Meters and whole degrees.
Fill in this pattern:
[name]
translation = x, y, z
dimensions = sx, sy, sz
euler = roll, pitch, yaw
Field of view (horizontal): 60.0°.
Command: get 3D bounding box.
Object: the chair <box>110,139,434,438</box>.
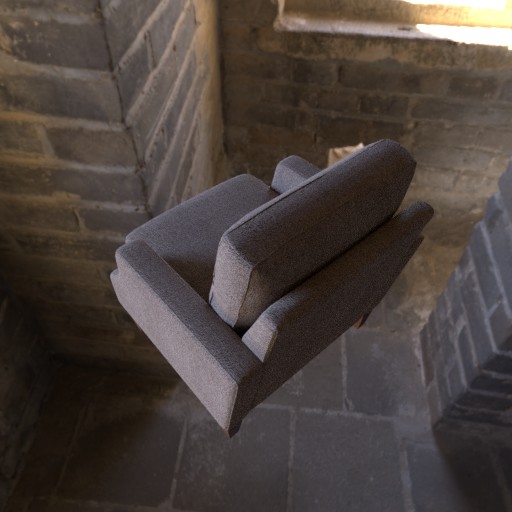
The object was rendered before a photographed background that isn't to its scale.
[chair]
translation = 0.000, 0.000, 1.643
dimensions = 0.855, 0.993, 0.897
euler = -33, 55, -26
